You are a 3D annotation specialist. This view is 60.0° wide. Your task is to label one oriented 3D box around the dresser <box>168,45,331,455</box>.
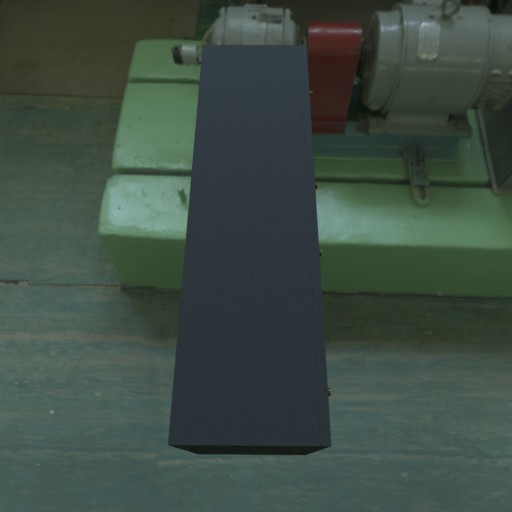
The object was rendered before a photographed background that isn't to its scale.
[{"bbox_3d":[0.000,0.000,1.922,0.463,0.872,1.558,0,64,0],"label":"dresser"}]
